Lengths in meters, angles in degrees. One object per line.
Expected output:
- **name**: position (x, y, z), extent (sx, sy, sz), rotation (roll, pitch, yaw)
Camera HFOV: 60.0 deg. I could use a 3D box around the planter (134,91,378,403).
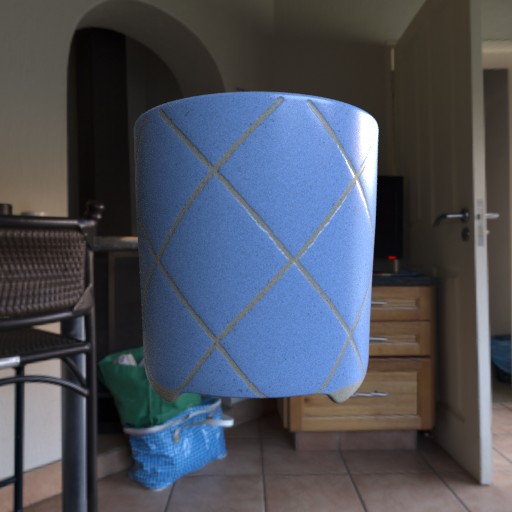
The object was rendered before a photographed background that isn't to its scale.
- **planter**: position (0.000, 0.000, 0.427), extent (0.227, 0.235, 0.227), rotation (0, 0, 0)
